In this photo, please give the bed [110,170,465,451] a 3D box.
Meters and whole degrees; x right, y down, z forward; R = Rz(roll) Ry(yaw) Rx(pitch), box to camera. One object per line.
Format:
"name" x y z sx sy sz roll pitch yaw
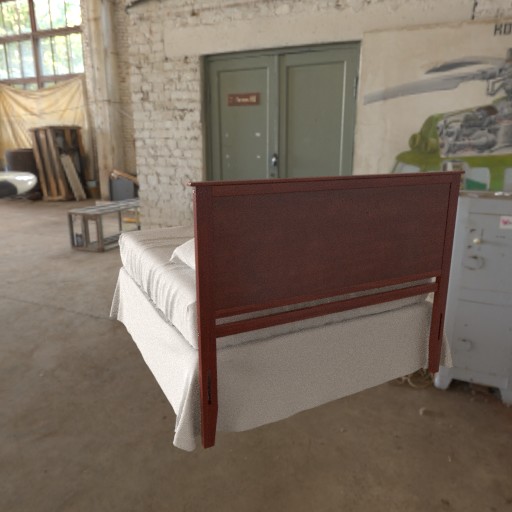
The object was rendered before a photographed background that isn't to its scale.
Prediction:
"bed" 0.000 0.000 3.195 1.870 1.270 2.050 -7 16 -27
